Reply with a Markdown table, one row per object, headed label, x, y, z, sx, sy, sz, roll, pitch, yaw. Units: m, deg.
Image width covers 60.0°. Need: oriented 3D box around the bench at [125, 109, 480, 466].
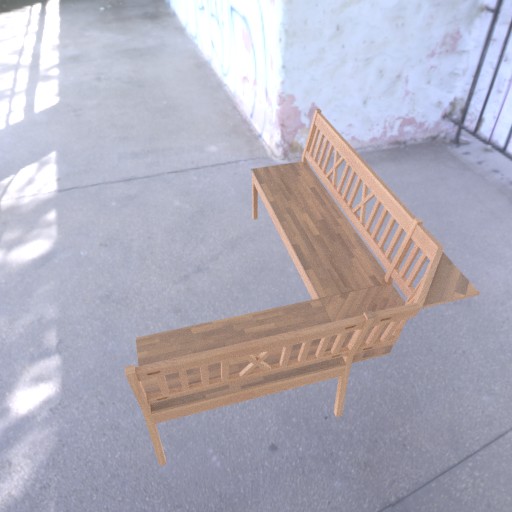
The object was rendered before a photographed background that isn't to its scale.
| label | x | y | z | sx | sy | sz | roll | pitch | yaw |
| --- | --- | --- | --- | --- | --- | --- | --- | --- | --- |
| bench | 0.000 | 0.000 | 2.760 | 1.537 | 0.902 | 1.937 | -11 | 43 | -12 |
